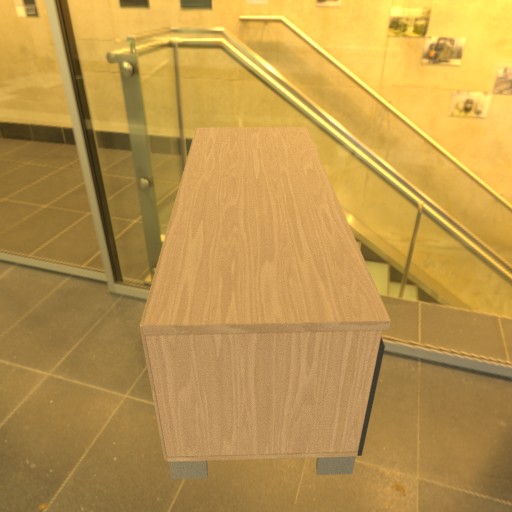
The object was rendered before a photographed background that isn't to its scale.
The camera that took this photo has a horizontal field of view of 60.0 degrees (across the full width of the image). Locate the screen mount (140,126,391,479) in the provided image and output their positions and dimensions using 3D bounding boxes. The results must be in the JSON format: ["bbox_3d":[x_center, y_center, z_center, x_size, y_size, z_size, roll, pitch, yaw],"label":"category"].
[{"bbox_3d":[0.000,0.000,1.285,0.406,0.432,1.084,-1,32,-2],"label":"screen mount"}]
